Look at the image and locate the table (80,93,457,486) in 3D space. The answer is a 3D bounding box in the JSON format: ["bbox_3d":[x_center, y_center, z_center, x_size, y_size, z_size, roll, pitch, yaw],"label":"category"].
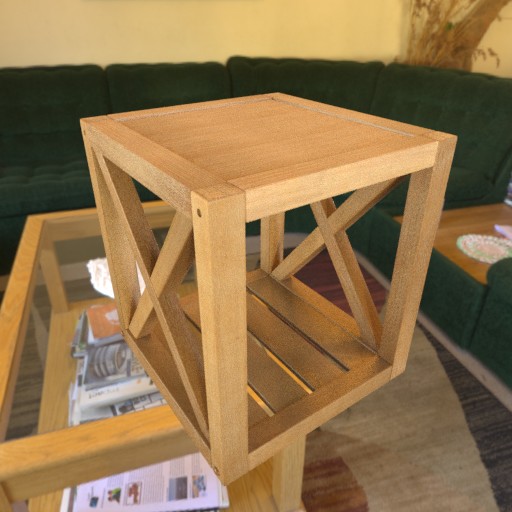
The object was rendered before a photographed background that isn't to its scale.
[{"bbox_3d":[0.000,0.000,1.054,0.558,0.610,0.559,-19,35,-30],"label":"table"}]
